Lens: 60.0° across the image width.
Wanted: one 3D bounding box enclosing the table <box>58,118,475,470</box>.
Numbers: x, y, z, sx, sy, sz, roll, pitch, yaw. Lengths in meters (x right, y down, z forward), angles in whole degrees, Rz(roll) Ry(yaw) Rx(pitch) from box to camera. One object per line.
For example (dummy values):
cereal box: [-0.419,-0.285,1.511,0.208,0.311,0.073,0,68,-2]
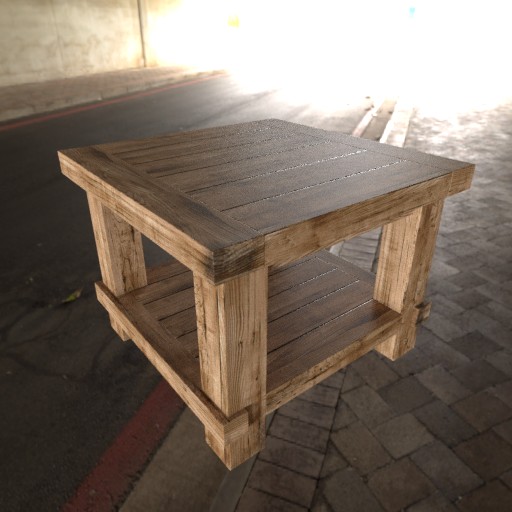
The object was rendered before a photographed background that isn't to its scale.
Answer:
table: [0.000,0.000,1.014,0.610,0.457,0.610,-20,34,-33]
